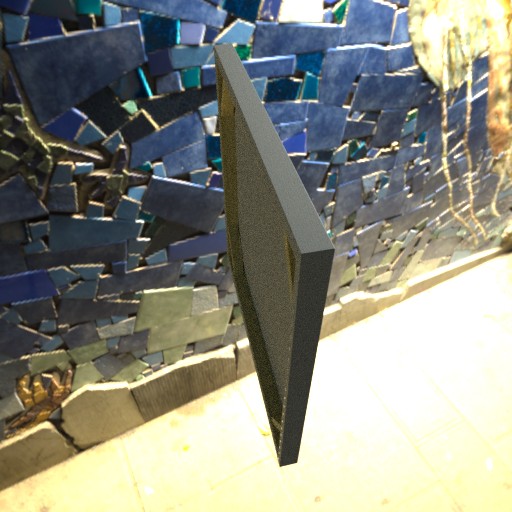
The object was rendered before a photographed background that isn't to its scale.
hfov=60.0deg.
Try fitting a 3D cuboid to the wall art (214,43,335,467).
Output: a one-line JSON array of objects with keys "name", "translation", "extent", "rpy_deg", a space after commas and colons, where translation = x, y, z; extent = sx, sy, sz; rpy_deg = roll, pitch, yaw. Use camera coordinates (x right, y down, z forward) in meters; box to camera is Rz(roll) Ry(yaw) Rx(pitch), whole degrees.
[{"name": "wall art", "translation": [0.000, 0.000, 0.897], "extent": [0.038, 0.610, 0.610], "rpy_deg": [-9, 46, -9]}]
